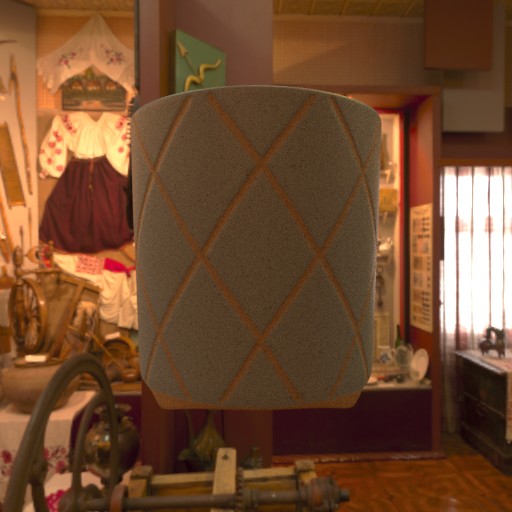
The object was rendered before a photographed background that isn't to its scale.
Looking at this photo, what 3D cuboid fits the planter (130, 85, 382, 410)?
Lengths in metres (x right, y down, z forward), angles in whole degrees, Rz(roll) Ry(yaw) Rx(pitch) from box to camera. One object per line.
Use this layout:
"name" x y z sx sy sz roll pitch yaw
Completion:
"planter" 0.000 0.000 0.351 0.191 0.200 0.191 0 1 0
